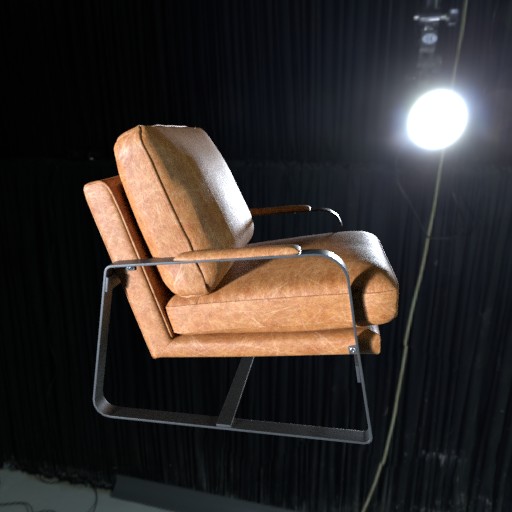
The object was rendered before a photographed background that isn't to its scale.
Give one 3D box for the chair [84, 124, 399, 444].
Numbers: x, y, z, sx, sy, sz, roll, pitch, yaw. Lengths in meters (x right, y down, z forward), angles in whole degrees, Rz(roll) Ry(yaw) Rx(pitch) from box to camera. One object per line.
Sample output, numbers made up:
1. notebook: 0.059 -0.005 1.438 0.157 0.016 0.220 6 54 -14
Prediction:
1. chair: 0.000 0.000 1.368 0.801 0.777 0.651 2 16 9
